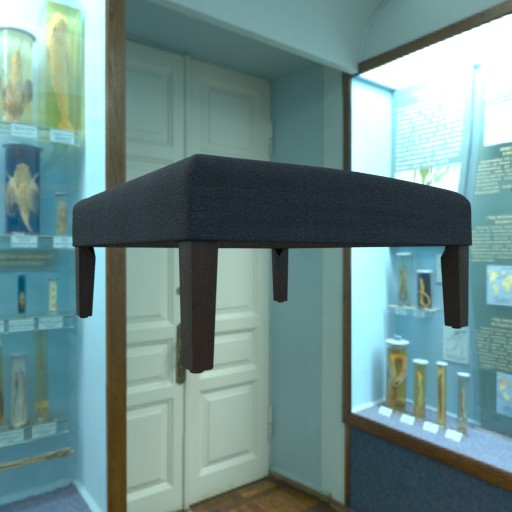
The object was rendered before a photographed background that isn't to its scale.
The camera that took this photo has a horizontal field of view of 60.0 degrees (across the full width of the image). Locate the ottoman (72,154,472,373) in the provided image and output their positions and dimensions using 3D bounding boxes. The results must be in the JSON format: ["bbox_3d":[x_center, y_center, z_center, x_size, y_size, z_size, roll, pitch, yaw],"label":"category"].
[{"bbox_3d":[0.000,0.000,1.368,0.890,0.411,0.889,0,0,-35],"label":"ottoman"}]
